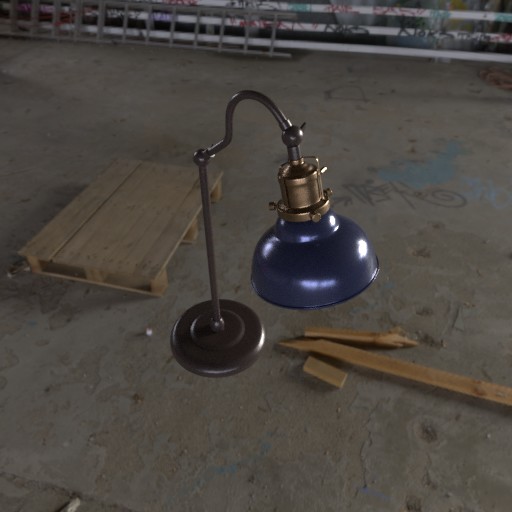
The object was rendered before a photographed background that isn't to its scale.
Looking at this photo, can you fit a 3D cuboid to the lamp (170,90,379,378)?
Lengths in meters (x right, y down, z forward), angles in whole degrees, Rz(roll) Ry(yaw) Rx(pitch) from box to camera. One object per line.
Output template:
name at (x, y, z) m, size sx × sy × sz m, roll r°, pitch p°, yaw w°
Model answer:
lamp at (0.000, 0.000, 0.689) m, size 0.374 × 0.508 × 0.192 m, roll 23°, pitch 45°, yaw 26°
